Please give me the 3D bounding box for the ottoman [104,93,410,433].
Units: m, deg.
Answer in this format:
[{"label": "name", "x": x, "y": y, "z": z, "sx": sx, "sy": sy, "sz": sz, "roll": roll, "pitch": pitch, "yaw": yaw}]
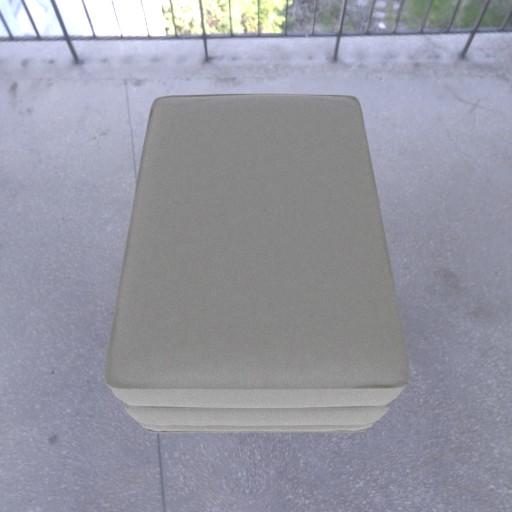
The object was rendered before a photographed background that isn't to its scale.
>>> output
[{"label": "ottoman", "x": 0.000, "y": 0.000, "z": 1.198, "sx": 0.611, "sy": 0.482, "sz": 0.848, "roll": 0, "pitch": 58, "yaw": 0}]
